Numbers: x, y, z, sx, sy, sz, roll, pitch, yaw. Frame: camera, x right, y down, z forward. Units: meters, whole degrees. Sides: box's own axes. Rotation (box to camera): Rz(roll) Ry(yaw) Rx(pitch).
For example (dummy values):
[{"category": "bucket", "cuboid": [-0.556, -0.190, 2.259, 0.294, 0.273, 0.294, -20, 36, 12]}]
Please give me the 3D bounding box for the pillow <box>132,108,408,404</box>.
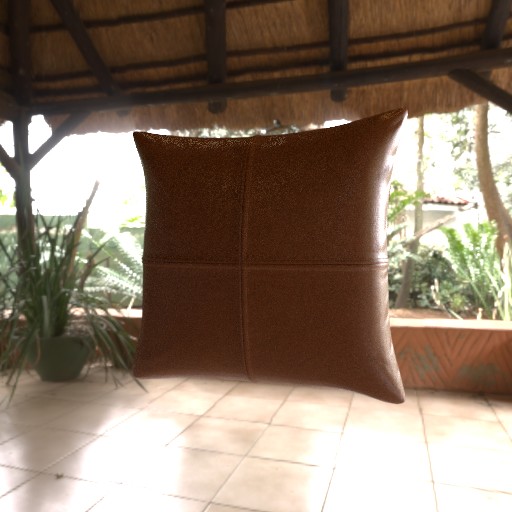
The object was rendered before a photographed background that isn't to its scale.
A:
[{"category": "pillow", "cuboid": [0.000, 0.000, 0.773, 0.501, 0.477, 0.192, 0, 0, 17]}]
